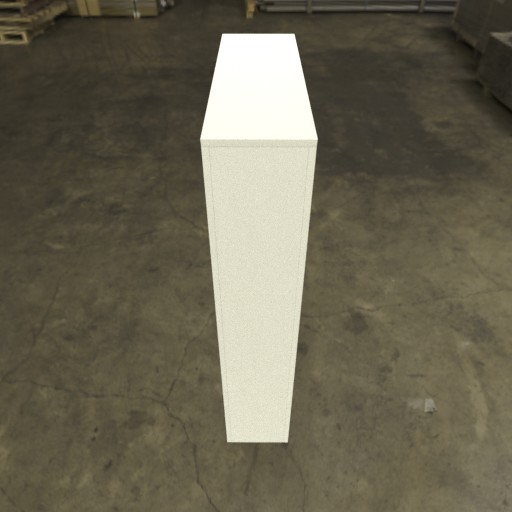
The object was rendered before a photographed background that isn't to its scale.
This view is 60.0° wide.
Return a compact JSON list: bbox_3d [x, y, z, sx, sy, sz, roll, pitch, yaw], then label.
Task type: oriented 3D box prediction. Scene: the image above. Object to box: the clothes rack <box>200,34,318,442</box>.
[{"bbox_3d":[0.000,0.000,1.594,0.250,1.280,0.750,0,41,0],"label":"clothes rack"}]
